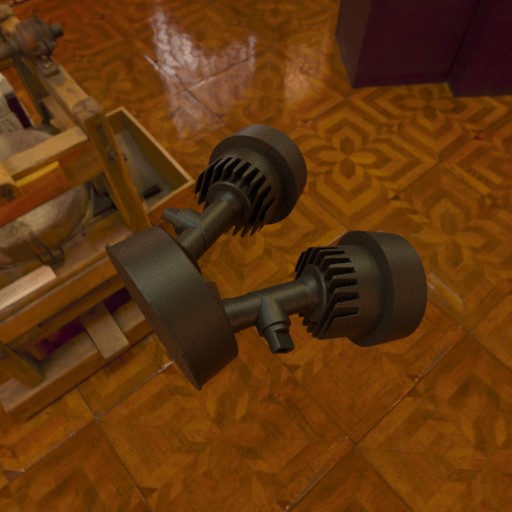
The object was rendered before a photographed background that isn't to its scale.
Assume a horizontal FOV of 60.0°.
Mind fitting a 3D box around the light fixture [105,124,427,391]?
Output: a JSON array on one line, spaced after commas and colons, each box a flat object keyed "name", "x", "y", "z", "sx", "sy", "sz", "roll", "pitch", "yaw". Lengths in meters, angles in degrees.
[{"name": "light fixture", "x": 0.000, "y": 0.000, "z": 0.314, "sx": 0.168, "sy": 0.120, "sz": 0.213, "roll": -33, "pitch": 64, "yaw": -19}]
